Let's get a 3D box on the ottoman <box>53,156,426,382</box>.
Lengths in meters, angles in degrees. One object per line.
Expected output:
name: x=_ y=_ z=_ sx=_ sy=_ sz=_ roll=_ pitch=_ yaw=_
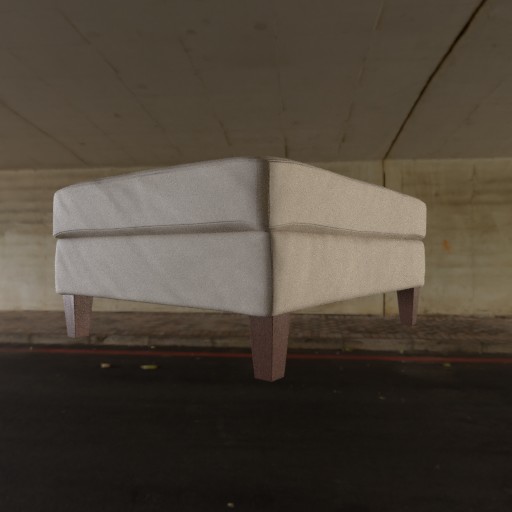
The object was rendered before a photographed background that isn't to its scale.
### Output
ottoman: x=0.000 y=0.000 z=1.472 sx=0.836 sy=0.492 sz=1.002 roll=0 pitch=1 yaw=37
